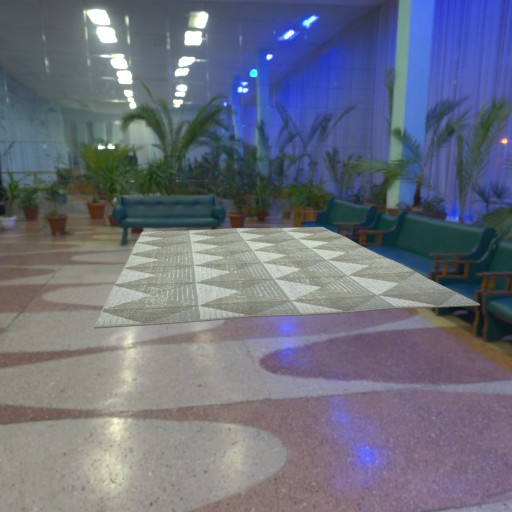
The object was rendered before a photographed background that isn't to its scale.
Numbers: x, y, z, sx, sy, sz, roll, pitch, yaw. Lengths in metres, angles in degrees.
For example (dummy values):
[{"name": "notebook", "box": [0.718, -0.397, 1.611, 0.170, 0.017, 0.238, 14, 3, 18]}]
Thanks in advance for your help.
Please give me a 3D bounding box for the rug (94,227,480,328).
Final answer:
[{"name": "rug", "box": [0.000, 0.000, 4.312, 2.428, 0.027, 3.333, -2, 13, -9]}]
